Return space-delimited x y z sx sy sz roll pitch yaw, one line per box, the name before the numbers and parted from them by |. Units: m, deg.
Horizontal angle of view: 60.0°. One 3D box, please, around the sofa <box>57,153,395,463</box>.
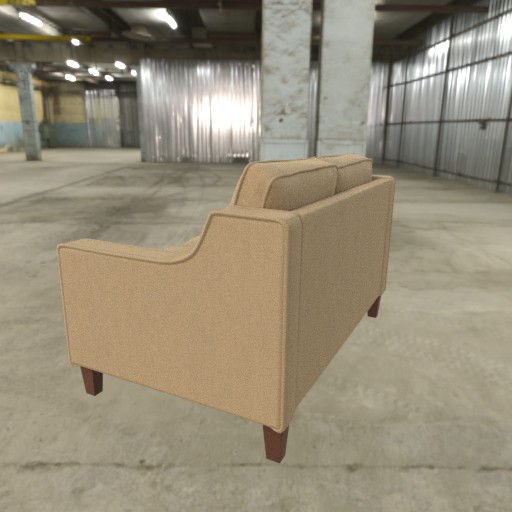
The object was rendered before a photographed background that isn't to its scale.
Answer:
sofa | 0.000 0.000 2.152 0.987 0.971 1.501 8 17 27
